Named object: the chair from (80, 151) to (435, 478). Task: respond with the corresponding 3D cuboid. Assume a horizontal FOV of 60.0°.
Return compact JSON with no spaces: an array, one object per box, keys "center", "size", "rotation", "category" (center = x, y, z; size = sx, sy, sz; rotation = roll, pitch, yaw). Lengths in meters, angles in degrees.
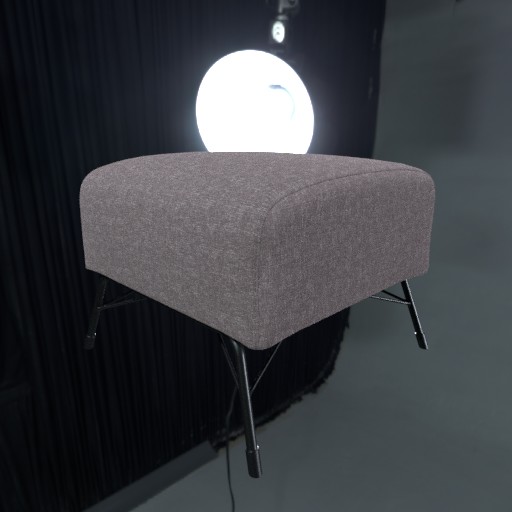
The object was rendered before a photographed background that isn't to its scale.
[{"center":[0.000,0.000,0.898],"size":[0.530,0.410,0.530],"rotation":[-16,22,-43],"category":"chair"}]
